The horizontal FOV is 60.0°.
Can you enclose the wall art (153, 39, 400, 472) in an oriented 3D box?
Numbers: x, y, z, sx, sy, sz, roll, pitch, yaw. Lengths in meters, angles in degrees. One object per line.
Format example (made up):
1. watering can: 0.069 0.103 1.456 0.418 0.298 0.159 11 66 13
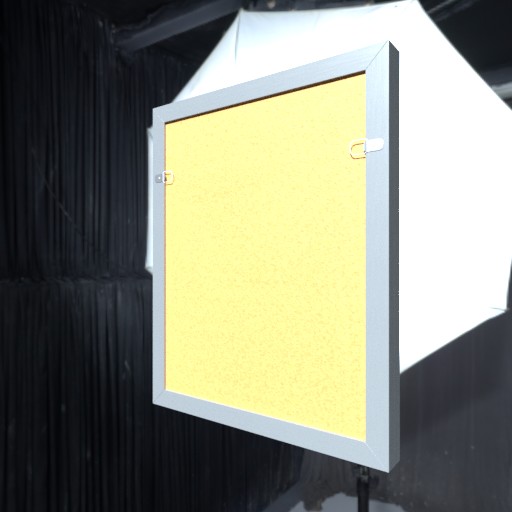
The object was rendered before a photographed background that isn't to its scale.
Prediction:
1. wall art: 0.000 0.000 0.489 0.308 0.379 0.030 0 0 36
